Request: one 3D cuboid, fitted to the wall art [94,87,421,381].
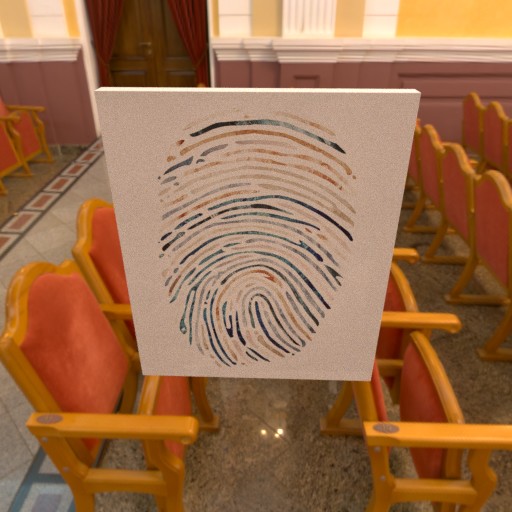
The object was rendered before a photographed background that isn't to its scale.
[{"bbox_3d":[0.000,0.000,0.852,0.508,0.606,0.037,1,30,2],"label":"wall art"}]
